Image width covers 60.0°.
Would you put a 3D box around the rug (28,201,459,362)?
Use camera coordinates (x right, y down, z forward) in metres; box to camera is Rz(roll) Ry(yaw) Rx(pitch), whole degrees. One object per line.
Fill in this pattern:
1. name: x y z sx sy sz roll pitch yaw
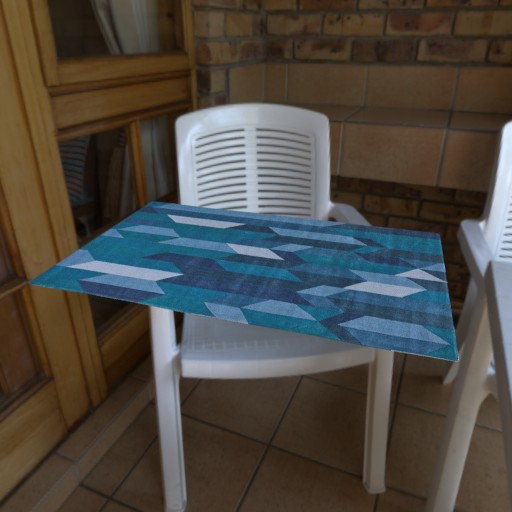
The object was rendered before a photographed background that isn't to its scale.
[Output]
1. rug: 0.000 0.000 3.004 2.420 0.005 1.528 8 28 15
